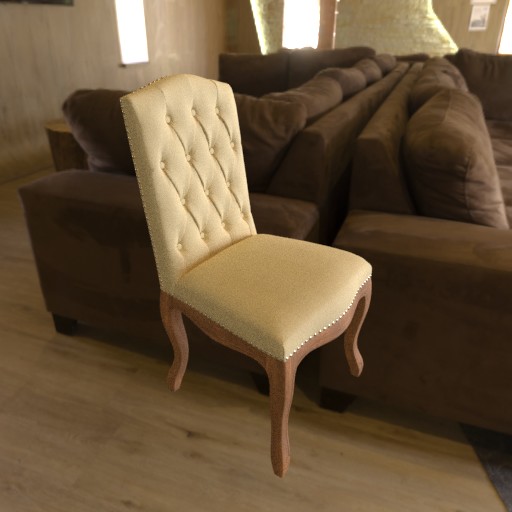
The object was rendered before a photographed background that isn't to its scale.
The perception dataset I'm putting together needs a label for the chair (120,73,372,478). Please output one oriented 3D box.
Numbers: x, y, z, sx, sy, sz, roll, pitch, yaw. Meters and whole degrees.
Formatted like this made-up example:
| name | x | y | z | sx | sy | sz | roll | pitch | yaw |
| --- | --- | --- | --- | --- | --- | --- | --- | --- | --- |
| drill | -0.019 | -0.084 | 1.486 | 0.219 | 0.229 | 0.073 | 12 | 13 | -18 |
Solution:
| name | x | y | z | sx | sy | sz | roll | pitch | yaw |
| --- | --- | --- | --- | --- | --- | --- | --- | --- | --- |
| chair | 0.000 | 0.000 | 1.561 | 0.715 | 1.165 | 0.623 | 18 | 32 | 32 |
